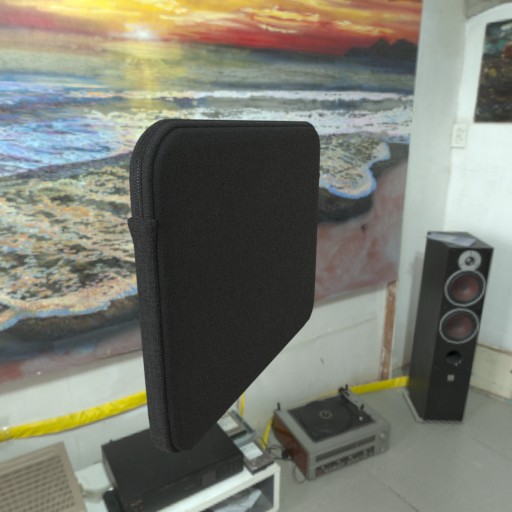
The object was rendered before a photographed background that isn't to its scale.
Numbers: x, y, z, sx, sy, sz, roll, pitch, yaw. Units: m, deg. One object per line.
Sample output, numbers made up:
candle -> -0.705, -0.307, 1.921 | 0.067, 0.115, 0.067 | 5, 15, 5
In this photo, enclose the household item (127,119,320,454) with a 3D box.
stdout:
household item -> 0.000, 0.000, 0.521 | 0.030, 0.305, 0.396 | 8, 18, 25
